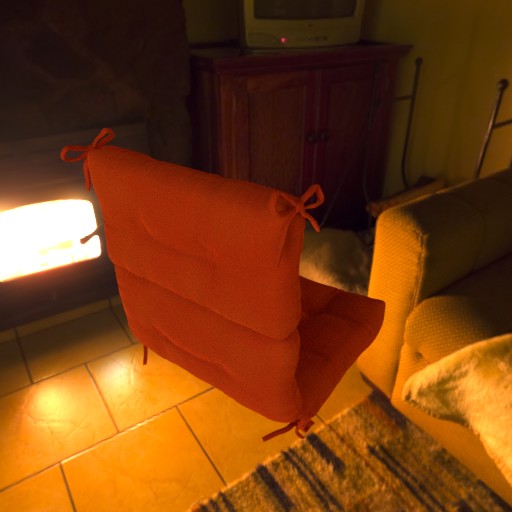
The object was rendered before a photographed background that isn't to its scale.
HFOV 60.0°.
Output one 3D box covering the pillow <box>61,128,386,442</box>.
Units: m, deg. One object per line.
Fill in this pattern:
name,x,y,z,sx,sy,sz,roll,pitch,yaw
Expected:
pillow,0.000,0.000,1.024,0.519,0.605,0.571,20,36,31
